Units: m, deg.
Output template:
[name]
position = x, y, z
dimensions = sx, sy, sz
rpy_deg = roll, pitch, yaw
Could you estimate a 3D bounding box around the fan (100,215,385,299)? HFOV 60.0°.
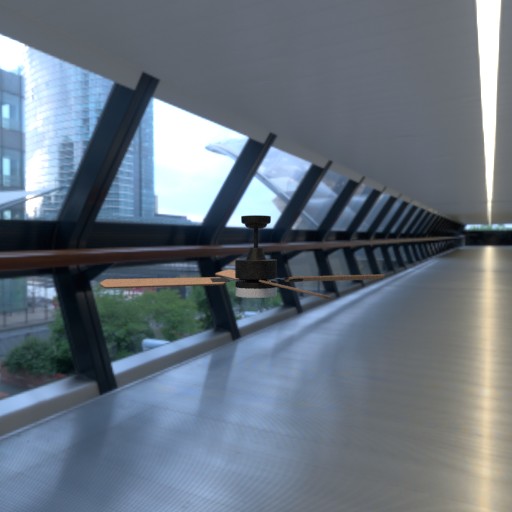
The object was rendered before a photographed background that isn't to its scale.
[fan]
position = 0.000, 0.000, 1.987
dimensions = 1.320, 0.355, 1.320
rpy_deg = 0, 1, -18
